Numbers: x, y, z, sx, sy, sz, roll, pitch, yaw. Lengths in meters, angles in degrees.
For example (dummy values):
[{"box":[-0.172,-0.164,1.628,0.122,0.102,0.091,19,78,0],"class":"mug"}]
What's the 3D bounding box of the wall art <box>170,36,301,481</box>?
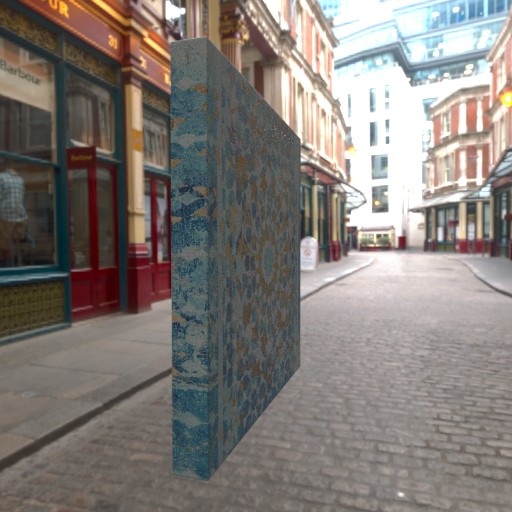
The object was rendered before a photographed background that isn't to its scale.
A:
[{"box":[0.000,0.000,0.601,0.037,0.405,0.405,0,2,18],"class":"wall art"}]
